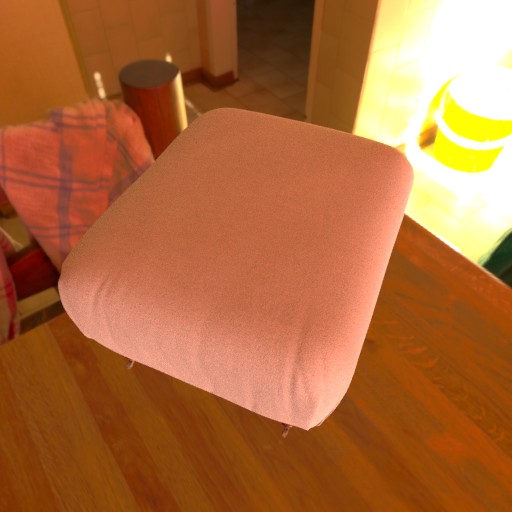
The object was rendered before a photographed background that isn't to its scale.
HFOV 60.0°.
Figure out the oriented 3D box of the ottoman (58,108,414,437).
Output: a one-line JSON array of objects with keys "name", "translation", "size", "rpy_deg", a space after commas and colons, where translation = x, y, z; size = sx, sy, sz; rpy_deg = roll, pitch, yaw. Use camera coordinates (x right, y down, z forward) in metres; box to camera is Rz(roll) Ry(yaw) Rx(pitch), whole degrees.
[{"name": "ottoman", "translation": [0.000, 0.000, 1.120], "size": [0.622, 0.450, 0.746], "rpy_deg": [18, 51, 15]}]
